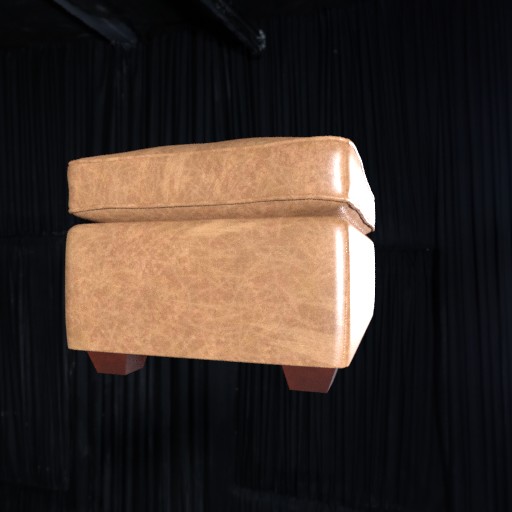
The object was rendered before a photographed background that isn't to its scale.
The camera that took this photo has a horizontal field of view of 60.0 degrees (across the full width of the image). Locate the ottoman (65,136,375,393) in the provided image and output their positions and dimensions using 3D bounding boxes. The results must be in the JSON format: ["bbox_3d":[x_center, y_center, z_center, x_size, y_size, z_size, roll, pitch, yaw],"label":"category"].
[{"bbox_3d":[0.000,0.000,1.117,0.554,0.468,0.756,0,-1,18],"label":"ottoman"}]
